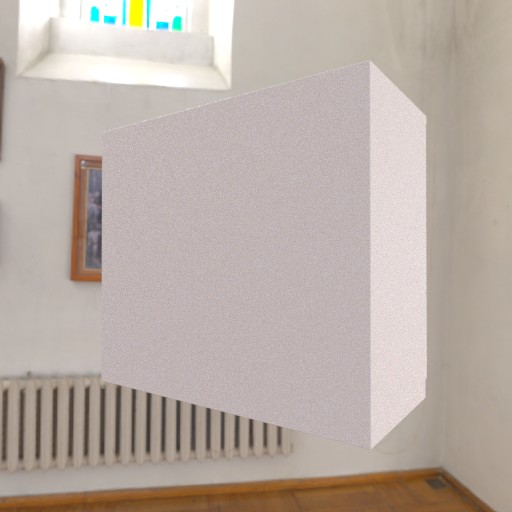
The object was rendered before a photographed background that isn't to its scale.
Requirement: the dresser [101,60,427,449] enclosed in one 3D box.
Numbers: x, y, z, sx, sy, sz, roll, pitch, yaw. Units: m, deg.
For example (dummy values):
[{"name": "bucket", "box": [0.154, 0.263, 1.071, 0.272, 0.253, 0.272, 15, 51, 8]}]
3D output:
[{"name": "dresser", "box": [0.000, 0.000, 1.251, 0.830, 0.740, 0.420, 0, -1, 35]}]
